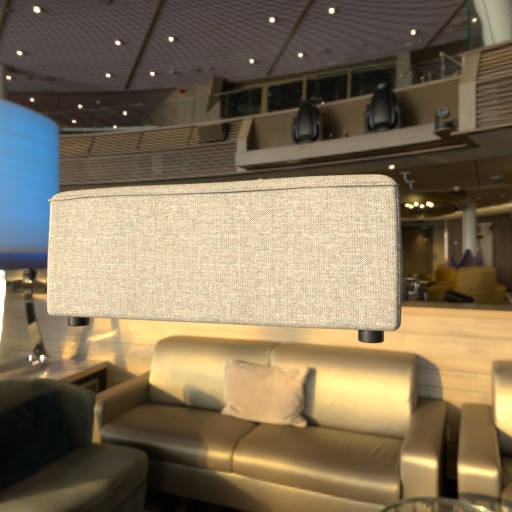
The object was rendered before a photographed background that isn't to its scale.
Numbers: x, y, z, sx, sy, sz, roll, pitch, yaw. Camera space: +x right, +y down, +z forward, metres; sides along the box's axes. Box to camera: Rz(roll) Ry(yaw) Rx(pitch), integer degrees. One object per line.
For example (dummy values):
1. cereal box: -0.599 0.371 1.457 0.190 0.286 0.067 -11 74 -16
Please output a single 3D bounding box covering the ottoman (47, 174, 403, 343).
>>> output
1. ottoman: 0.000 0.000 1.638 1.023 0.423 1.017 0 0 18
